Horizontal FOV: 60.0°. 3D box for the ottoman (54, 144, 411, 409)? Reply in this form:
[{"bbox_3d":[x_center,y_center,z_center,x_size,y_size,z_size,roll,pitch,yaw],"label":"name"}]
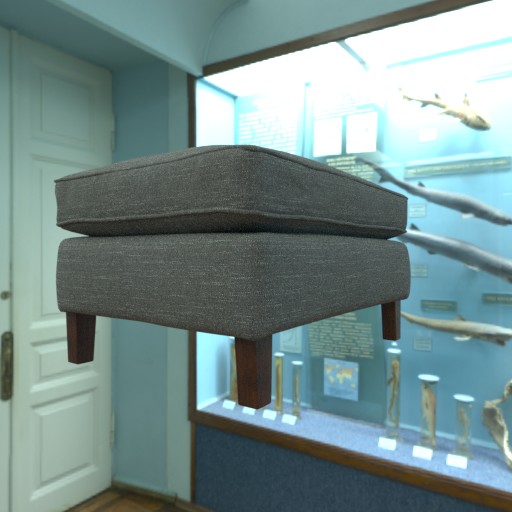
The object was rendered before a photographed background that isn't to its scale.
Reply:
[{"bbox_3d":[0.000,0.000,0.967,0.508,0.406,0.686,0,0,36],"label":"ottoman"}]
